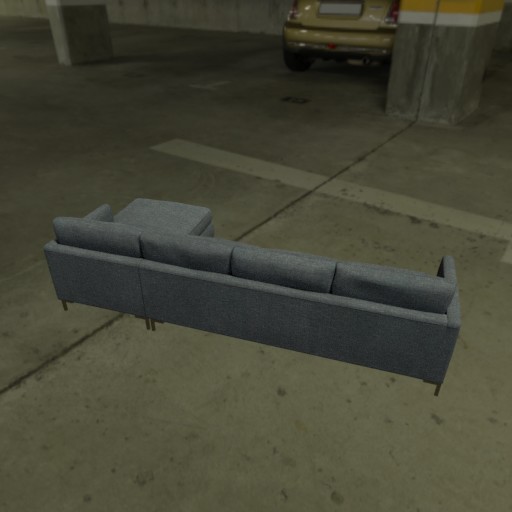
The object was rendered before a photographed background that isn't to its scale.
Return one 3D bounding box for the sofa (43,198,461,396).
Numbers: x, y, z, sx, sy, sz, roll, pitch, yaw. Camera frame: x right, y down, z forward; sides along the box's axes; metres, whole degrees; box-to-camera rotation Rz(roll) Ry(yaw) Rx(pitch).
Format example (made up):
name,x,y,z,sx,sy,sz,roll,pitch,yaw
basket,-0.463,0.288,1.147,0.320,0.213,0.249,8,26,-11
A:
name,x,y,z,sx,sy,sz,roll,pitch,yaw
sofa,0.000,0.000,3.524,2.932,0.810,1.350,10,33,15
